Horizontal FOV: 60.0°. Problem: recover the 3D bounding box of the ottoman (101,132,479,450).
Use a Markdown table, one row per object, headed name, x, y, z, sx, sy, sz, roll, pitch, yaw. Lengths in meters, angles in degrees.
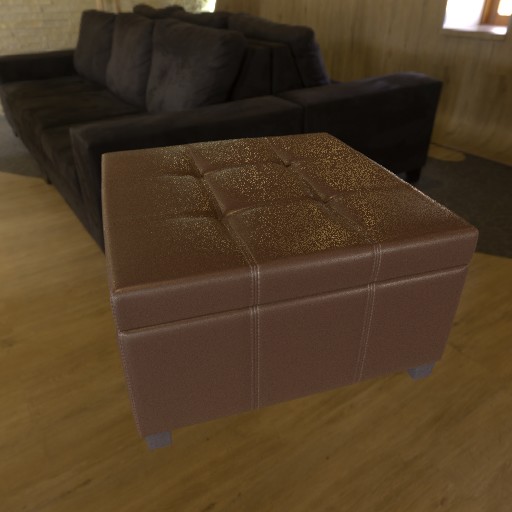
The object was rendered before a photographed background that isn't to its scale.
| name | x | y | z | sx | sy | sz | roll | pitch | yaw |
| --- | --- | --- | --- | --- | --- | --- | --- | --- | --- |
| ottoman | 0.000 | 0.000 | 1.279 | 0.787 | 0.460 | 0.788 | -9 | 33 | -15 |
